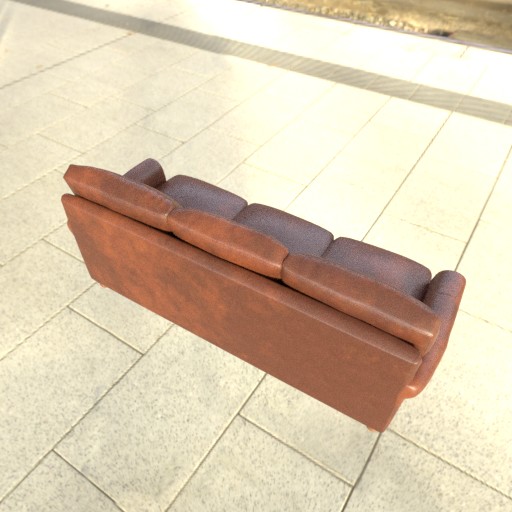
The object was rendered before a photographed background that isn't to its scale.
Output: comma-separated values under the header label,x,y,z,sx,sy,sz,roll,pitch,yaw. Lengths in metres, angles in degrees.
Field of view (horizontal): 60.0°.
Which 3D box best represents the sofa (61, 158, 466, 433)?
label,x,y,z,sx,sy,sz,roll,pitch,yaw
sofa,0.000,0.000,2.751,2.351,0.977,0.973,23,50,21
